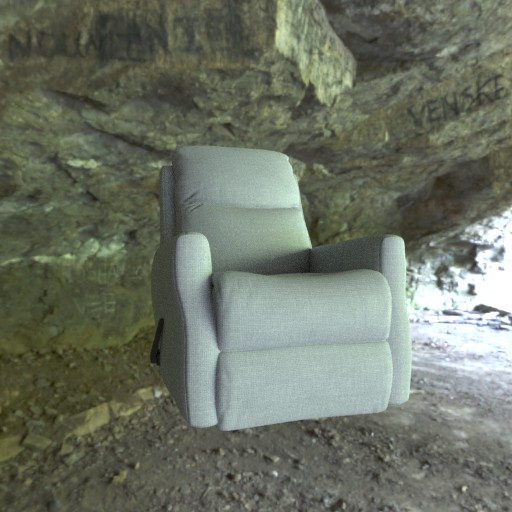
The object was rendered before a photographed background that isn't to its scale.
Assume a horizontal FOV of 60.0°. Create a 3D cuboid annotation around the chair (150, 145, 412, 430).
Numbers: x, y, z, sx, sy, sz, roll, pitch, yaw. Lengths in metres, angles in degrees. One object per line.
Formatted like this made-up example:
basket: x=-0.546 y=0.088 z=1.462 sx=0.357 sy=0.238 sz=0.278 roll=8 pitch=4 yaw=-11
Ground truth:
chair: x=0.000 y=0.000 z=1.763 sx=0.829 sy=1.030 sz=1.080 roll=0 pitch=1 yaw=-17
